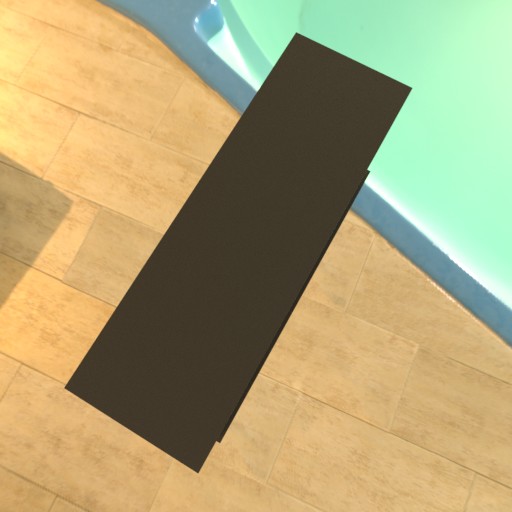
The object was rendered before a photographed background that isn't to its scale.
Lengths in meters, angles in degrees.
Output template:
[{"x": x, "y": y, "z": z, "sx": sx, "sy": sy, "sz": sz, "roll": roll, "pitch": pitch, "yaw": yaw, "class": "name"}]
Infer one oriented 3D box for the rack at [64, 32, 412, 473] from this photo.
[{"x": 0.000, "y": 0.000, "z": 1.482, "sx": 0.399, "sy": 0.635, "sz": 1.206, "roll": 29, "pitch": 78, "yaw": 7, "class": "rack"}]
